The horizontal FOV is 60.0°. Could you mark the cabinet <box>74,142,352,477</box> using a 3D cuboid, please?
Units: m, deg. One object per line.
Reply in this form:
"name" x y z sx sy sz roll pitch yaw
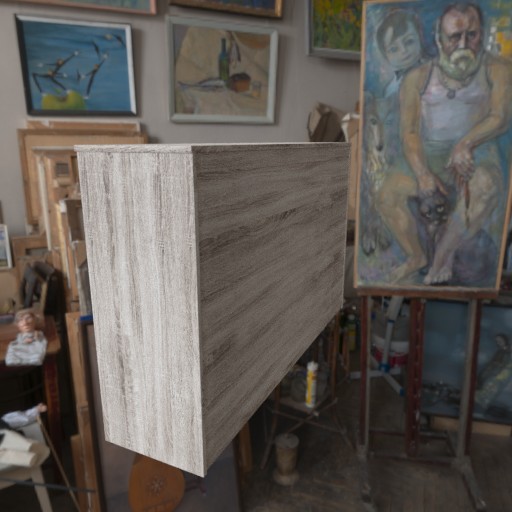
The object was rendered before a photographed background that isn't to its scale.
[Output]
"cabinet" 0.000 0.000 1.827 0.380 0.900 1.450 7 16 25
